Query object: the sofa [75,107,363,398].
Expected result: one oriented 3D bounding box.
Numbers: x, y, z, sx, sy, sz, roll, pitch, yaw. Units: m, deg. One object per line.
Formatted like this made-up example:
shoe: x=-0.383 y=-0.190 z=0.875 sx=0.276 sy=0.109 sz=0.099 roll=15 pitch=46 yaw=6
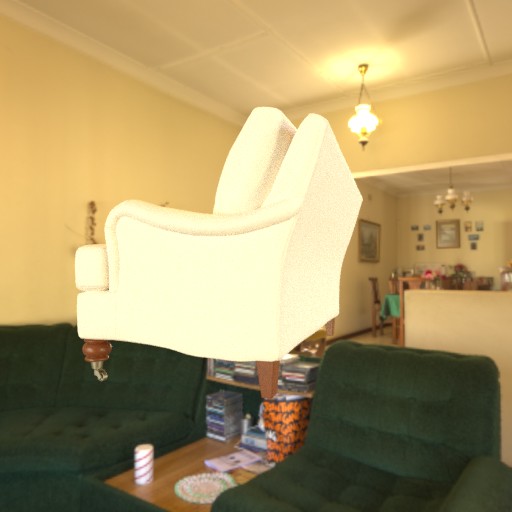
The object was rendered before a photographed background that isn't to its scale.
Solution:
sofa: x=0.000 y=0.000 z=2.544 sx=1.084 sy=1.101 sz=1.853 roll=-1 pitch=-2 yaw=17
